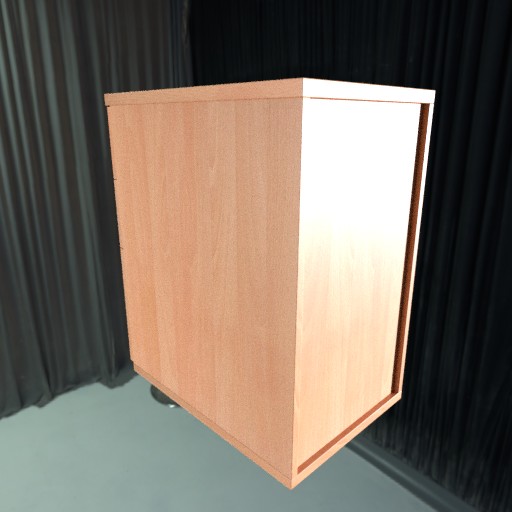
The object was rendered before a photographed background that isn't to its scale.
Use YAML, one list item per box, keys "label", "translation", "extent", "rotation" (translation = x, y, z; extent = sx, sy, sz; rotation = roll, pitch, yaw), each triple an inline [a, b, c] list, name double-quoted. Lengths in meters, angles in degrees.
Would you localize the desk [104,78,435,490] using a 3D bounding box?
- label: "desk"
  translation: [0.000, 0.000, 1.053]
  extent: [0.404, 0.730, 0.600]
  rotation: [-16, 23, -42]
